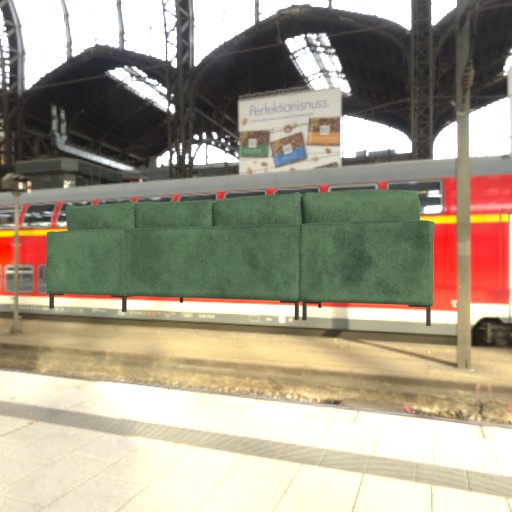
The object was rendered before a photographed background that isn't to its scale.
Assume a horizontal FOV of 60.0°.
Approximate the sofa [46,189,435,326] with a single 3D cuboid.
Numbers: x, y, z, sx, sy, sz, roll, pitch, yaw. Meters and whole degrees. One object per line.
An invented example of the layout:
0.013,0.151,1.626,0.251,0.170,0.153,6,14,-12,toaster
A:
0.000,0.000,4.029,2.994,0.861,1.992,0,-1,19,sofa
